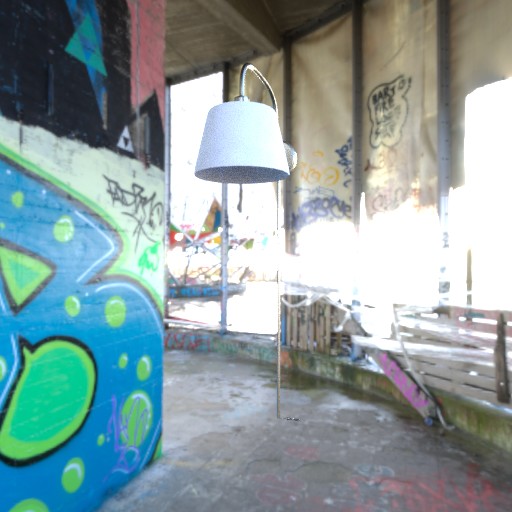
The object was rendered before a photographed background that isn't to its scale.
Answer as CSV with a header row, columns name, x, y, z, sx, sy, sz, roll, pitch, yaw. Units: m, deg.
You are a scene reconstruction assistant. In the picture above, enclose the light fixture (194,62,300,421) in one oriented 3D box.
name,x,y,z,sx,sy,sz,roll,pitch,yaw
light fixture,0.000,0.000,0.469,0.092,0.399,0.176,0,-1,19
